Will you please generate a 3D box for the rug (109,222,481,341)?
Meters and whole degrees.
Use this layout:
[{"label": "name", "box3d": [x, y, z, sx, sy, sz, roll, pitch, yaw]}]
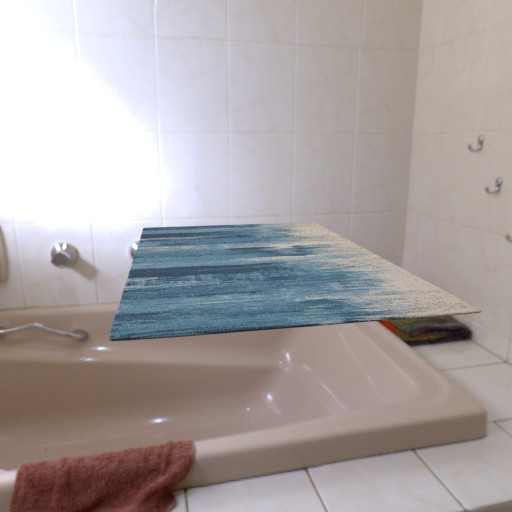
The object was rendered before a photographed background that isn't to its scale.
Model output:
[{"label": "rug", "box3d": [0.000, 0.000, 2.266, 1.232, 0.009, 1.836, -3, 14, -11]}]
